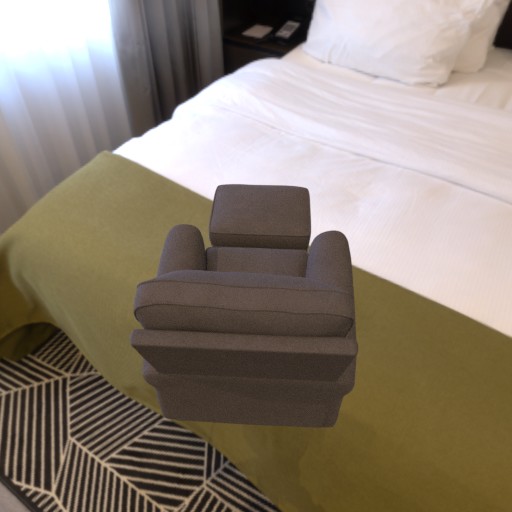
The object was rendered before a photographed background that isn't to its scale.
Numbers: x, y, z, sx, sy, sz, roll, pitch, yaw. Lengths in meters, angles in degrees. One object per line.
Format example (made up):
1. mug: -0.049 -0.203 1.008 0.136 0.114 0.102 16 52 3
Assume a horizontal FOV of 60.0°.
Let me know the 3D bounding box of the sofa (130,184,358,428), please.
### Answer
1. sofa: 0.000 0.000 2.062 0.880 0.959 1.478 2 45 2
